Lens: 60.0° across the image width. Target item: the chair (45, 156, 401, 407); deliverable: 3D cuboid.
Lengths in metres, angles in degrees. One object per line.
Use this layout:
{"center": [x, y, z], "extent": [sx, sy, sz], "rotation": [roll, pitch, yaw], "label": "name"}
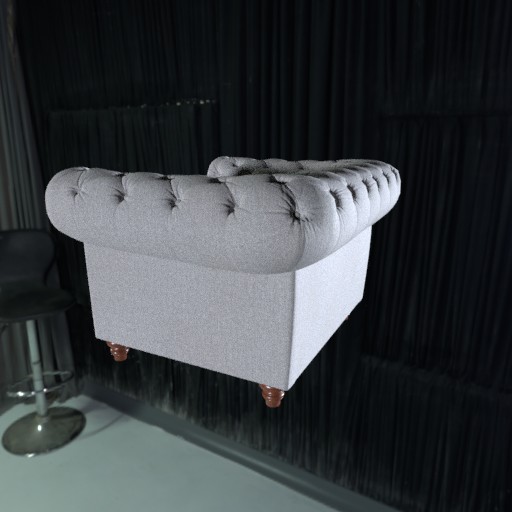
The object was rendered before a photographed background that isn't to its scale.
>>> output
{"center": [0.000, 0.000, 1.862], "extent": [0.976, 0.770, 1.270], "rotation": [8, 17, 26], "label": "chair"}
